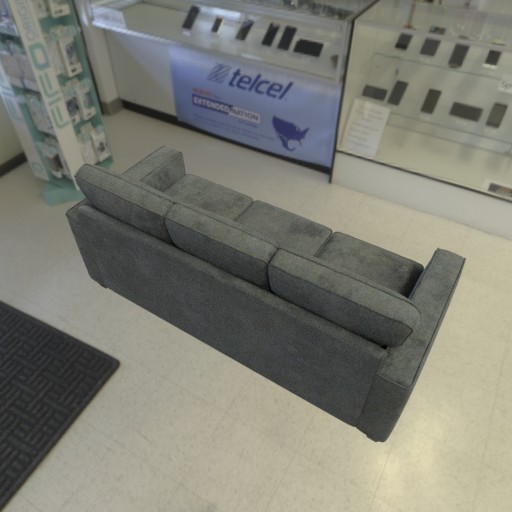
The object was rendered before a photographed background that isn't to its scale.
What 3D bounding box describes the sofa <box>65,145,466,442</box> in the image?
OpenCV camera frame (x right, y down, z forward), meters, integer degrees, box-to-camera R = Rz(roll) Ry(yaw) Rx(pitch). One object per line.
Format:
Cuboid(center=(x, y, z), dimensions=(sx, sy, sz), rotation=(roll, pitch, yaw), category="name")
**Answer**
Cuboid(center=(0.000, 0.000, 2.619), dimensions=(2.133, 0.965, 0.939), rotation=(24, 50, 22), category="sofa")
